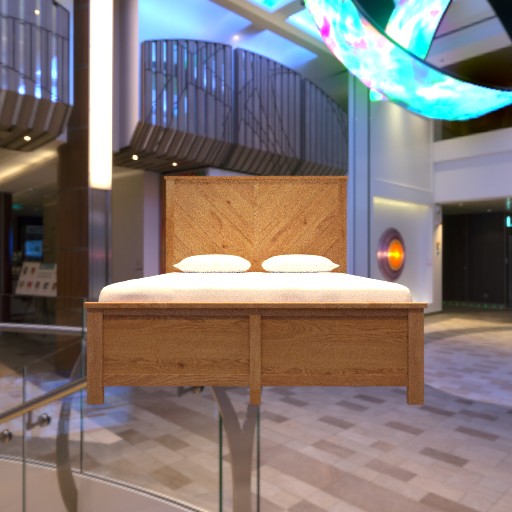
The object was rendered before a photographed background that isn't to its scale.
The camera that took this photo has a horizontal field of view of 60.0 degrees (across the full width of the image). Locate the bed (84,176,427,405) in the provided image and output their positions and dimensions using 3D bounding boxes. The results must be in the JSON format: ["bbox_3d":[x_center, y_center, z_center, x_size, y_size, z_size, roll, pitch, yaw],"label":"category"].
[{"bbox_3d":[0.000,0.000,4.133,2.225,1.938,2.530,0,0,0],"label":"bed"}]
